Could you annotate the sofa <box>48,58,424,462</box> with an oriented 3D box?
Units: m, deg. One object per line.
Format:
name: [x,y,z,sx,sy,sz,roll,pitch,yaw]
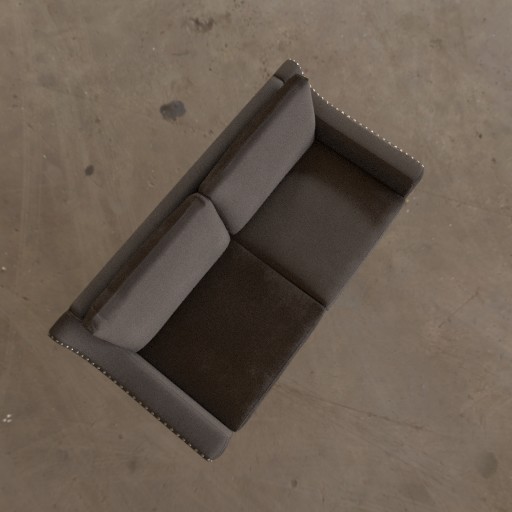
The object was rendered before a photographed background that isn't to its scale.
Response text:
sofa: [0.000,0.000,3.279,1.336,1.196,2.550,36,78,9]
